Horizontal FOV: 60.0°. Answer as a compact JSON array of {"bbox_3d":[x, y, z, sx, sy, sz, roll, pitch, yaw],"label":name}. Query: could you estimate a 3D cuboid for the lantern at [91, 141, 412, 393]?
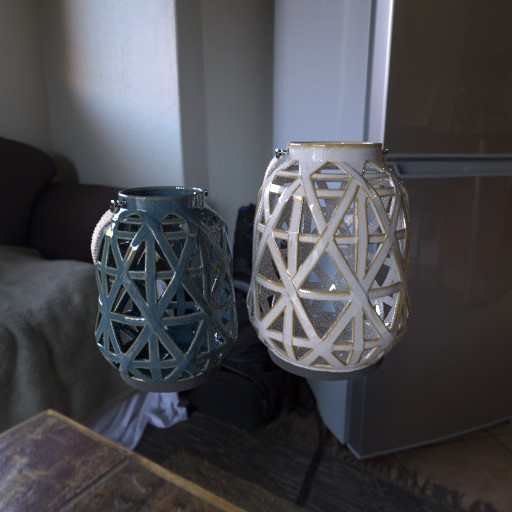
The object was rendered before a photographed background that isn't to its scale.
[{"bbox_3d":[0.000,0.000,0.619,0.439,0.307,0.245,-3,16,-11],"label":"lantern"}]
